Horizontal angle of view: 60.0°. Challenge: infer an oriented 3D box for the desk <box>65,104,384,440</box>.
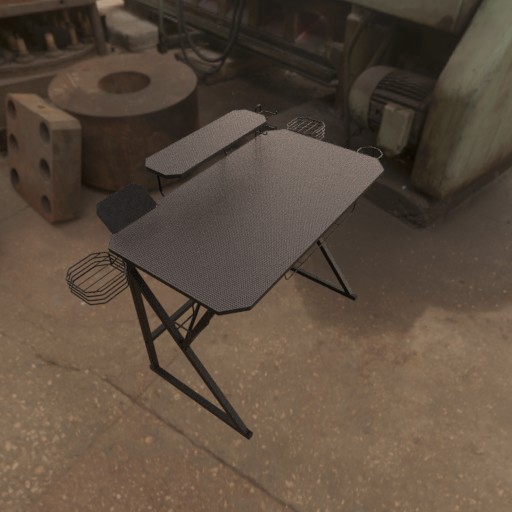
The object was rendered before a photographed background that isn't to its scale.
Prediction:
[{"bbox_3d":[0.000,0.000,1.730,0.580,0.880,1.290,26,48,26],"label":"desk"}]
